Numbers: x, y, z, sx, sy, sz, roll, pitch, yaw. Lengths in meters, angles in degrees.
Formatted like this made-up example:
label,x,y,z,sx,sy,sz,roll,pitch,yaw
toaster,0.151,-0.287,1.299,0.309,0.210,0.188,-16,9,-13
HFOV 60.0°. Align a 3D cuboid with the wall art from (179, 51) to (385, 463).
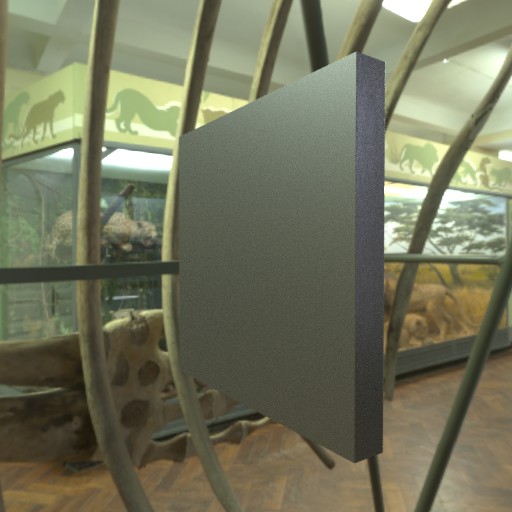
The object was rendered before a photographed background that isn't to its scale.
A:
label,x,y,z,sx,sy,sz,roll,pitch,yaw
wall art,0.000,0.000,0.530,0.038,0.350,0.350,-1,1,-35
